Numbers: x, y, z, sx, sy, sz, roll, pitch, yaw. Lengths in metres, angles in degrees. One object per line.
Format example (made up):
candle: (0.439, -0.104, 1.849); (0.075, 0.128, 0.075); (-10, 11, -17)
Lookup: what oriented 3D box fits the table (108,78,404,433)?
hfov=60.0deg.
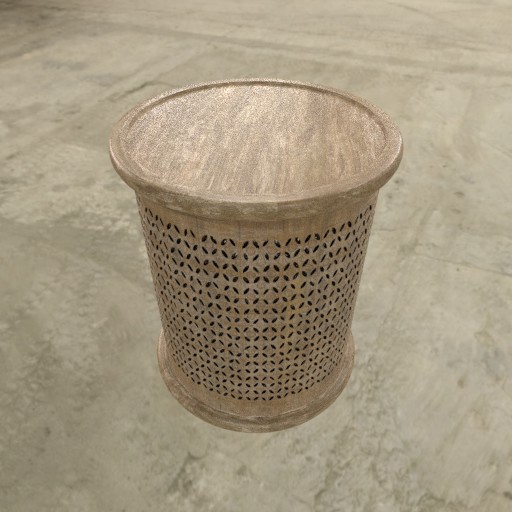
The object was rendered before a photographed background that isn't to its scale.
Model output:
table: (0.000, 0.000, 0.779); (0.407, 0.482, 0.407); (0, 40, 0)
